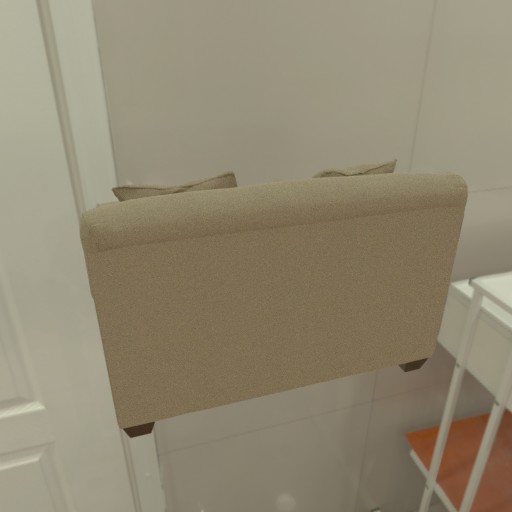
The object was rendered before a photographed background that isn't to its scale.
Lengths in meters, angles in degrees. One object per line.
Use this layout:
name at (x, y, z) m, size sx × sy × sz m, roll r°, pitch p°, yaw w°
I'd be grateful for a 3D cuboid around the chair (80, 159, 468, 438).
chair at (0.000, 0.000, 2.046) m, size 1.383 × 0.948 × 1.000 m, roll -8°, pitch 28°, yaw -16°
